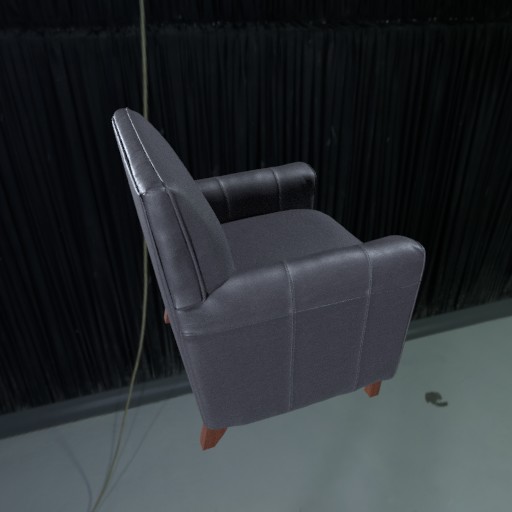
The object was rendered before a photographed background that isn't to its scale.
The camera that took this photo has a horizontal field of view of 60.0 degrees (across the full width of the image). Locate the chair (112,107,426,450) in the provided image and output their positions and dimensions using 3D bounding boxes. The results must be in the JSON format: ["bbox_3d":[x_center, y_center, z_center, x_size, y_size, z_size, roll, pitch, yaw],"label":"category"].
[{"bbox_3d":[0.000,0.000,1.609,0.825,0.943,0.870,-10,32,-17],"label":"chair"}]
